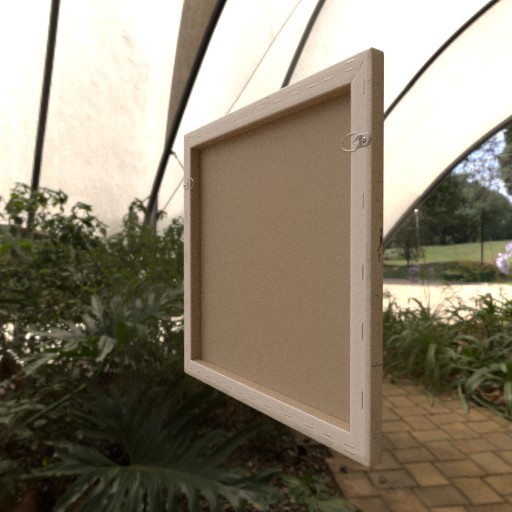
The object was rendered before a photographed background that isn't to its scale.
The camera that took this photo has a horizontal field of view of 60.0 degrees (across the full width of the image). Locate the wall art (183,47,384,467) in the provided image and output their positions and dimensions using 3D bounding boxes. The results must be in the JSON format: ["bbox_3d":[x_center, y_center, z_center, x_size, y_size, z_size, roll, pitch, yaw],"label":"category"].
[{"bbox_3d":[0.000,0.000,1.115,0.038,0.762,0.762,-1,1,-35],"label":"wall art"}]
